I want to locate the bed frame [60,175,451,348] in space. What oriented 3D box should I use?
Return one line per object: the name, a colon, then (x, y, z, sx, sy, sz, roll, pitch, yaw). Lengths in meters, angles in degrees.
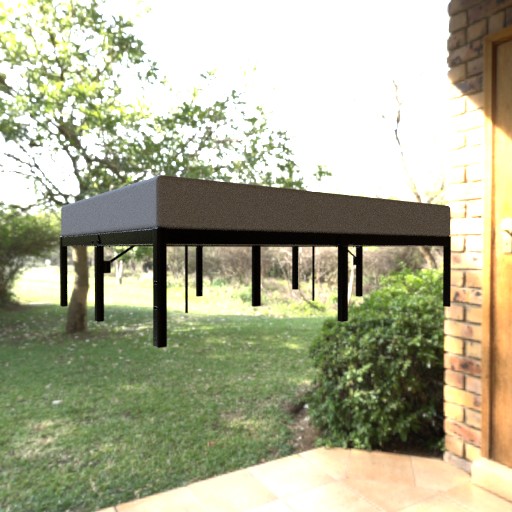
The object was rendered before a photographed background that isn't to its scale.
bed frame: (0.000, 0.000, 2.895, 2.072, 0.659, 1.557, -1, 1, -37)
